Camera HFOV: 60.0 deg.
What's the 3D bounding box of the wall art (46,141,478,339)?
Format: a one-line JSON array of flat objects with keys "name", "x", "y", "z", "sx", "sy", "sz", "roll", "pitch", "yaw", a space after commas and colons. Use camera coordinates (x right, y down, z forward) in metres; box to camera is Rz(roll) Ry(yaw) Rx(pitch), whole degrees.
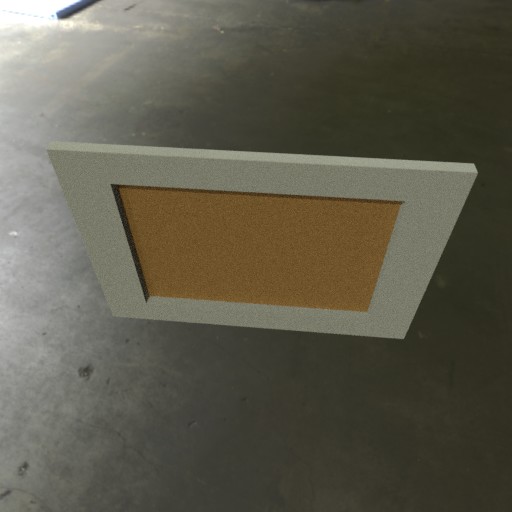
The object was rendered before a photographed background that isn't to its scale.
[{"name": "wall art", "x": 0.000, "y": 0.000, "z": 1.162, "sx": 0.906, "sy": 0.617, "sz": 0.033, "roll": 4, "pitch": 47, "yaw": 4}]
